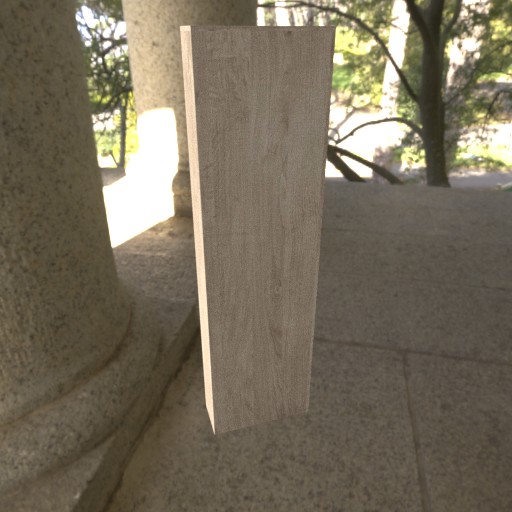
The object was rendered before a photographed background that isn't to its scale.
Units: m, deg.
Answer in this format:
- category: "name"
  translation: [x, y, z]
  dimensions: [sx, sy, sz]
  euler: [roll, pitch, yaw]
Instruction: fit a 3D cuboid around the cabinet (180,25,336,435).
- category: "cabinet"
  translation: [0.000, 0.000, 1.944]
  dimensions: [0.500, 1.790, 0.230]
  euler: [-8, 28, -16]
